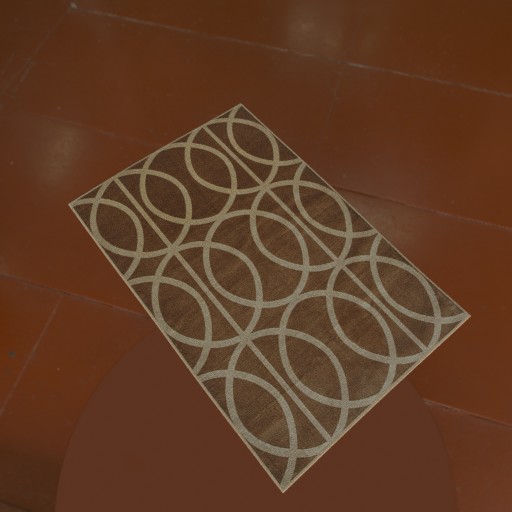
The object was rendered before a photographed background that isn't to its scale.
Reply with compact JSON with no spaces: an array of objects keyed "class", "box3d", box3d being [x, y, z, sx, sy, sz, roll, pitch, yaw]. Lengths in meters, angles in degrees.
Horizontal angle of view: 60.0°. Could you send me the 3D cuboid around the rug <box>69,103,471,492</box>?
[{"class":"rug","box3d":[0.000,0.000,2.889,1.526,0.014,2.290,-36,68,-17]}]
